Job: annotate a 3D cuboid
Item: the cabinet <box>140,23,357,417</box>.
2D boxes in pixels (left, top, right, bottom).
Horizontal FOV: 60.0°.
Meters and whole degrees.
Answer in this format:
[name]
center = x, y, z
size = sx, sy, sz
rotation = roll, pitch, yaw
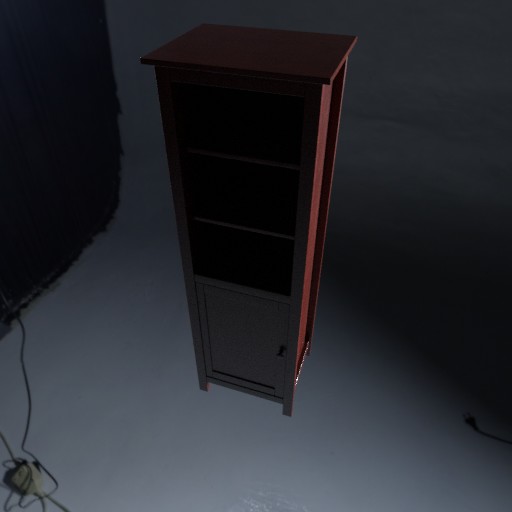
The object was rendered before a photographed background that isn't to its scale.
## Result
[cabinet]
center = 0.000, 0.000, 1.718
size = 0.500, 1.518, 0.401
rotation = 12, 41, 14
